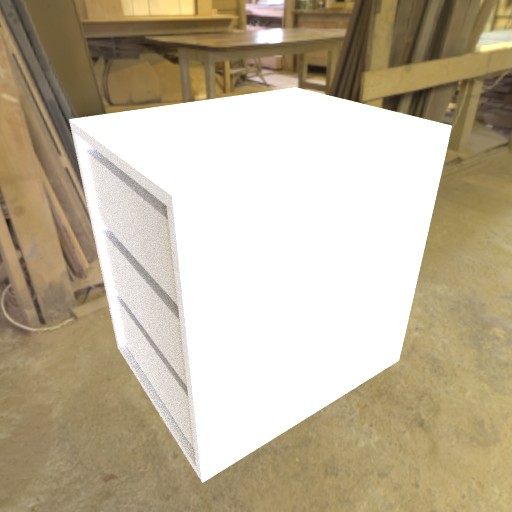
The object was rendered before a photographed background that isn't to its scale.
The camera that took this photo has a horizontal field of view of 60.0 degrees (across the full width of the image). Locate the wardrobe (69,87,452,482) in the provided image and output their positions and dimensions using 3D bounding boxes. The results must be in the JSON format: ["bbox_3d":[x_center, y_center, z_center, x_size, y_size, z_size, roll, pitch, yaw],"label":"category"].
[{"bbox_3d":[0.000,0.000,0.873,0.500,0.520,0.400,-20,36,-29],"label":"wardrobe"}]
